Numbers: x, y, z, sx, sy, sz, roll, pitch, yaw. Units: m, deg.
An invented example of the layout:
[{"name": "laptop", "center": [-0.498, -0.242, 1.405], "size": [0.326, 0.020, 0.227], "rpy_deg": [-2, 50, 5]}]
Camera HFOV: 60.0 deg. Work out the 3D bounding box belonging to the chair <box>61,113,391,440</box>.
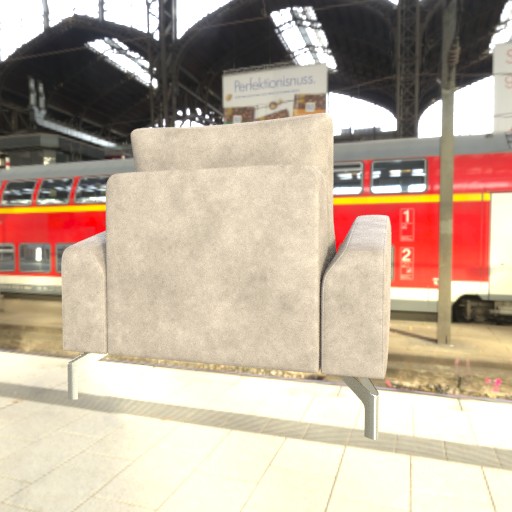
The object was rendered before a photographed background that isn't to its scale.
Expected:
[{"name": "chair", "center": [0.000, 0.000, 1.550], "size": [0.900, 0.800, 0.900], "rpy_deg": [1, 2, 17]}]
